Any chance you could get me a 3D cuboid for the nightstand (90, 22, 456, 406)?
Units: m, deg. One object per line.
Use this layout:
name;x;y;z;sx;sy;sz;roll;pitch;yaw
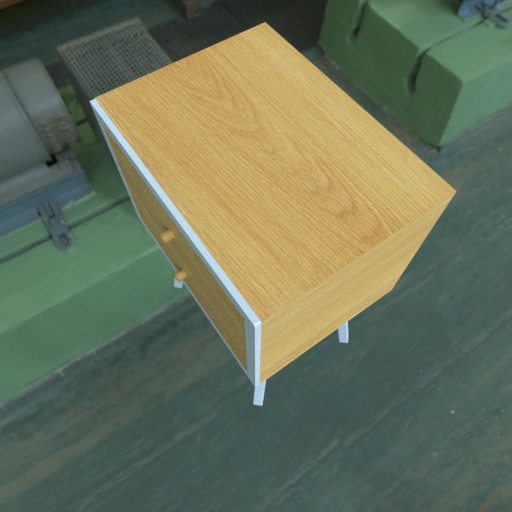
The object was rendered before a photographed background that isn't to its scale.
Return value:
nightstand;0.000;0.000;0.838;0.316;0.601;0.400;-32;66;-16
